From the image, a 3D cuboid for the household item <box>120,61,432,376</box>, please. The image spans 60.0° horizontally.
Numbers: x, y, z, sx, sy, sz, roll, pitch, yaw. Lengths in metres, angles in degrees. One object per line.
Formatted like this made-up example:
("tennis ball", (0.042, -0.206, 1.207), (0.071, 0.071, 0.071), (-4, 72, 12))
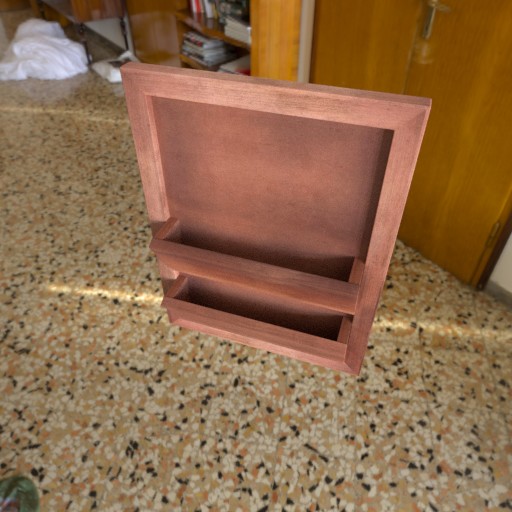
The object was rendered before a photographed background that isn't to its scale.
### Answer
("household item", (0.000, 0.000, 0.544), (0.310, 0.407, 0.067), (13, 43, 14))
